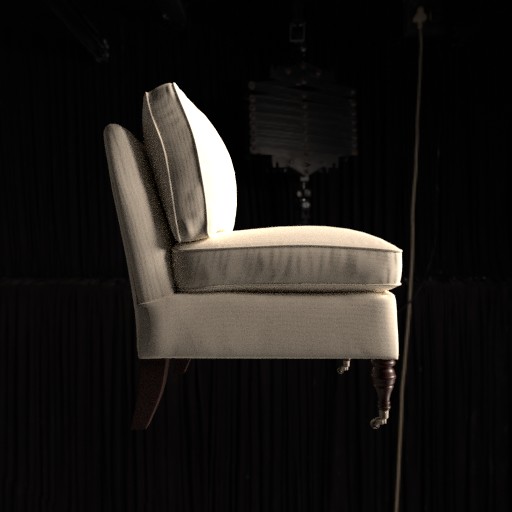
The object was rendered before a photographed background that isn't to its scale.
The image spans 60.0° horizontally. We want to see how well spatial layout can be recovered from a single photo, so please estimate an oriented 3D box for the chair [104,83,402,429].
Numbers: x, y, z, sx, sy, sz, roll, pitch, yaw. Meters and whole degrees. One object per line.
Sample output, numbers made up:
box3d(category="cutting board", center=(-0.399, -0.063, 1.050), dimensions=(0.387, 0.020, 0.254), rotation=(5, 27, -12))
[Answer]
box3d(category="chair", center=(0.000, 0.000, 1.414), dimensions=(0.781, 0.887, 0.630), rotation=(0, 0, 1))
